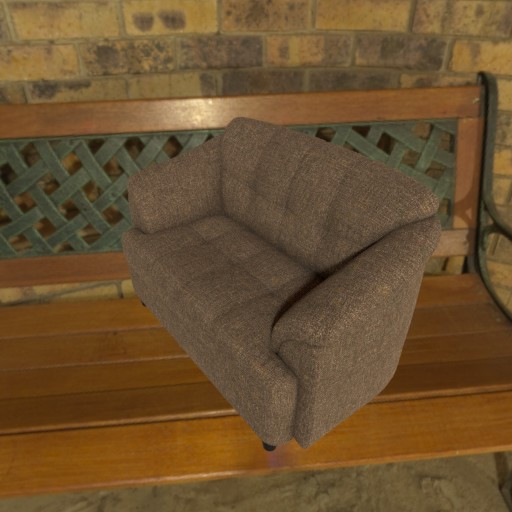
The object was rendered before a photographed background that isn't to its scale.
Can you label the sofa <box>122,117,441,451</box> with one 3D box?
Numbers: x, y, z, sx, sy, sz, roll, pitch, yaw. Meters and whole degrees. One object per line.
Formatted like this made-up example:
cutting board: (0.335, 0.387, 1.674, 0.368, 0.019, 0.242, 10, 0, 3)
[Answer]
sofa: (0.000, 0.000, 1.954, 0.799, 0.895, 1.404, -22, 39, -30)
